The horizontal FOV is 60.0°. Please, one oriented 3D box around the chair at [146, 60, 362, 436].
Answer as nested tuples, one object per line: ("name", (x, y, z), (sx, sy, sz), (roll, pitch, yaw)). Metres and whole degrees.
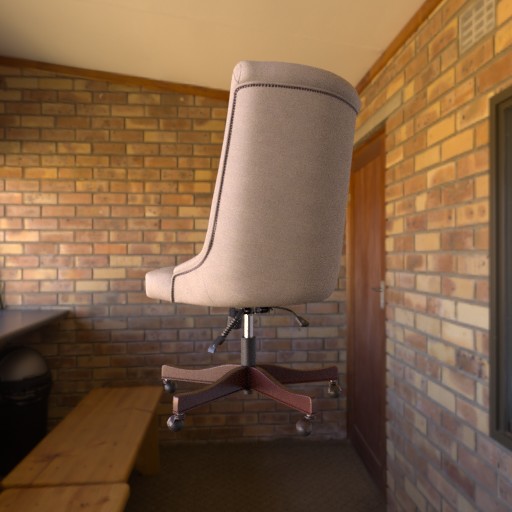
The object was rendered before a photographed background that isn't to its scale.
("chair", (0.000, 0.000, 1.465), (0.645, 1.010, 0.696), (0, 0, -37))
